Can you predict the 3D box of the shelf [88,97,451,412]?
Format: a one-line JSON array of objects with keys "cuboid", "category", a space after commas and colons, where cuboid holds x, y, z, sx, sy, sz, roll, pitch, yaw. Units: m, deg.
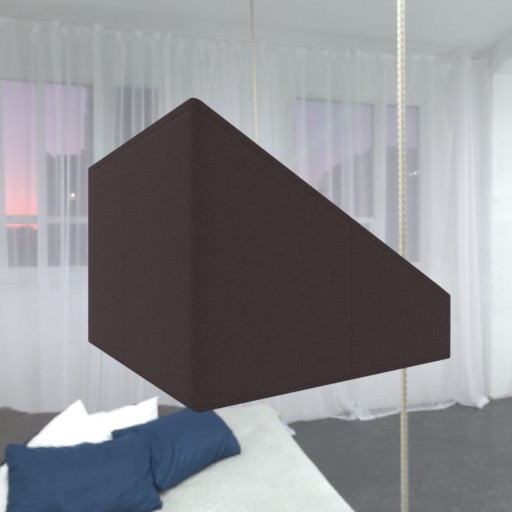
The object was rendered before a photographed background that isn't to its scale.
[{"cuboid": [0.000, 0.000, 0.491, 0.292, 0.210, 0.292, 0, 0, -34], "category": "shelf"}]
